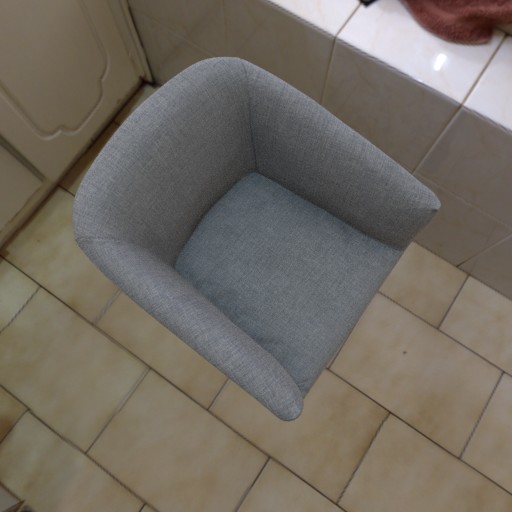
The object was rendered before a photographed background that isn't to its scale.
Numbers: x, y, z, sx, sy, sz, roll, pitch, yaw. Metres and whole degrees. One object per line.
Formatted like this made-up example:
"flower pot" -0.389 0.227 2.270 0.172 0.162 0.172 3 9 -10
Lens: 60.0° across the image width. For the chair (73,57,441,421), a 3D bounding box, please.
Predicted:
"chair" 0.000 0.000 1.242 0.668 0.771 0.600 36 77 9
